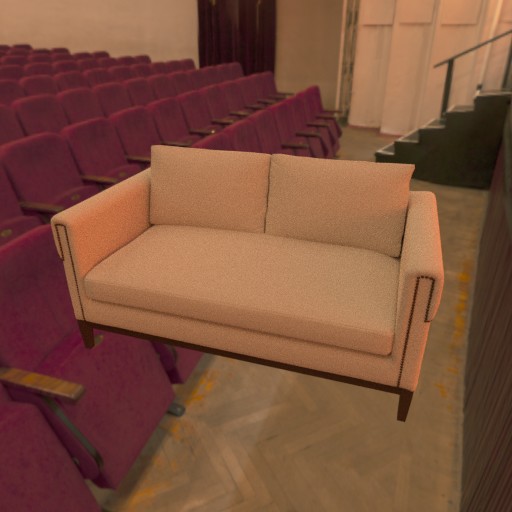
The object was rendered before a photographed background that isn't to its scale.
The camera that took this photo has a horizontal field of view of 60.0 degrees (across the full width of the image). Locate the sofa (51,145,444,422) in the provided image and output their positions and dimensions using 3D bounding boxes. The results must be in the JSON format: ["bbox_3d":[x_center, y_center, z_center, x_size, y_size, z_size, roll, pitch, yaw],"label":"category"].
[{"bbox_3d":[0.000,0.000,2.136,1.598,0.873,0.905,8,28,16],"label":"sofa"}]
